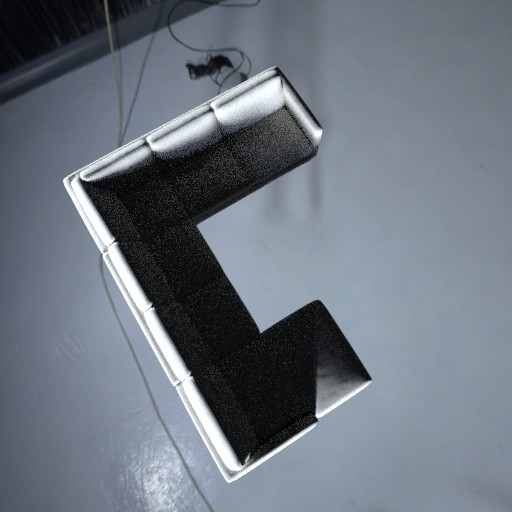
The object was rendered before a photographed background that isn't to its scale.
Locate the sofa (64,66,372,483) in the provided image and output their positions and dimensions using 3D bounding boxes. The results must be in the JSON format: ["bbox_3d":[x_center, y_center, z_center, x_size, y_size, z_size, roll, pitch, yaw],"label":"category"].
[{"bbox_3d":[0.000,0.000,4.430,2.551,0.853,3.238,-31,77,-8],"label":"sofa"}]
